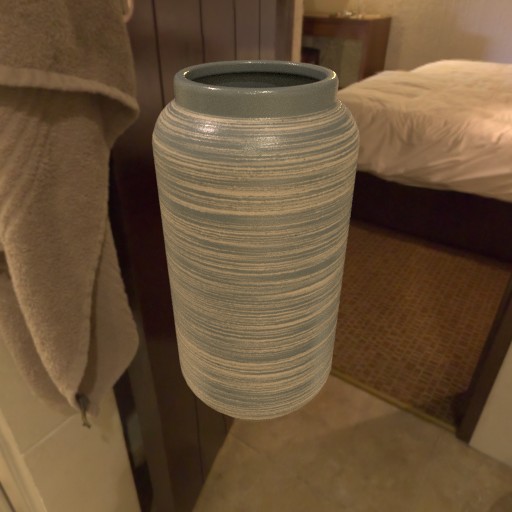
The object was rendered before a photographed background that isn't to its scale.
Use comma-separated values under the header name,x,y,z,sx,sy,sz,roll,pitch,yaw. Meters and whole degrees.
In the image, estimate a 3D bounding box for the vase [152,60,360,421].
name,x,y,z,sx,sy,sz,roll,pitch,yaw
vase,0.000,0.000,0.296,0.116,0.230,0.116,0,32,0
